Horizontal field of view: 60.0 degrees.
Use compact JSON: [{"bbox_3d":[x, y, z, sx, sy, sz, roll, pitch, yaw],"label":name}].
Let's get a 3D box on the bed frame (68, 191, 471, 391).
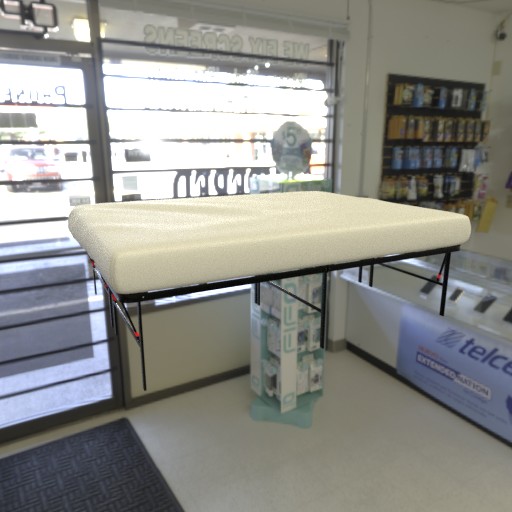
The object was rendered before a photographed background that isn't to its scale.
[{"bbox_3d":[0.000,0.000,2.904,2.151,0.667,1.584,-7,16,-27],"label":"bed frame"}]
